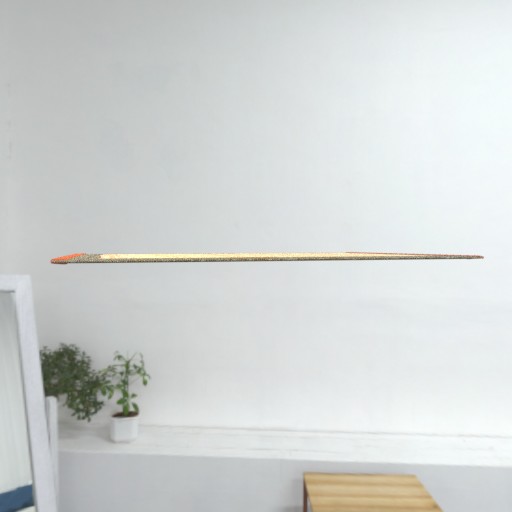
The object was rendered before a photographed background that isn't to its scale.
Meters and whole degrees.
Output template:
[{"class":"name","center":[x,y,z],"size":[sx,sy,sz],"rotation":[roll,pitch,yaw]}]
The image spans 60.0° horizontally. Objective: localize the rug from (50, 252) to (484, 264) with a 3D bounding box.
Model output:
[{"class":"rug","center":[0.000,0.000,2.317],"size":[1.838,0.019,1.220],"rotation":[0,1,-18]}]
